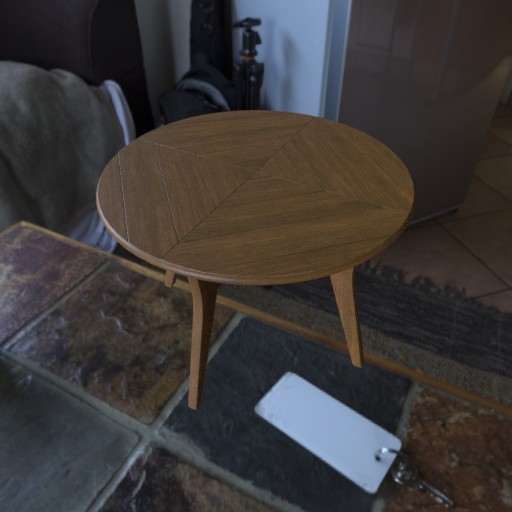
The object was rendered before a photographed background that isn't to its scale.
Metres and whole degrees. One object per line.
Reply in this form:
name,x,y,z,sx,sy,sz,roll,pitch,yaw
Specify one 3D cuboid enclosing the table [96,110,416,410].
table,0.000,0.000,1.752,1.055,0.757,1.055,0,41,0
